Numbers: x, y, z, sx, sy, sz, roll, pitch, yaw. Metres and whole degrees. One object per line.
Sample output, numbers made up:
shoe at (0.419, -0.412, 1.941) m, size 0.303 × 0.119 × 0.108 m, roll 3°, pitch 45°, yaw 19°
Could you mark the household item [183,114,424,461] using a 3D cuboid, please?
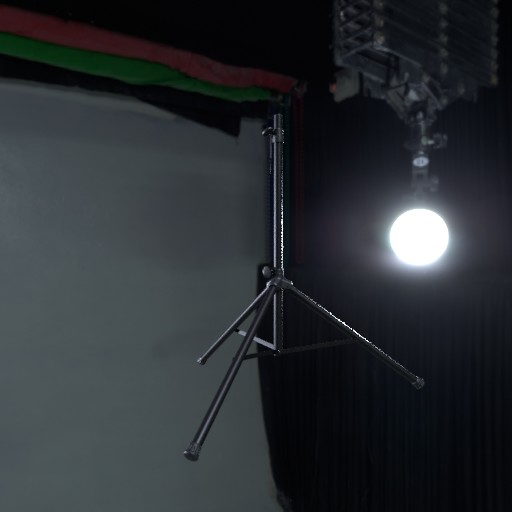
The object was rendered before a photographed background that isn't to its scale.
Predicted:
household item at (0.000, 0.000, 2.700) m, size 1.596 × 1.595 × 1.339 m, roll -1°, pitch 1°, yaw -36°
